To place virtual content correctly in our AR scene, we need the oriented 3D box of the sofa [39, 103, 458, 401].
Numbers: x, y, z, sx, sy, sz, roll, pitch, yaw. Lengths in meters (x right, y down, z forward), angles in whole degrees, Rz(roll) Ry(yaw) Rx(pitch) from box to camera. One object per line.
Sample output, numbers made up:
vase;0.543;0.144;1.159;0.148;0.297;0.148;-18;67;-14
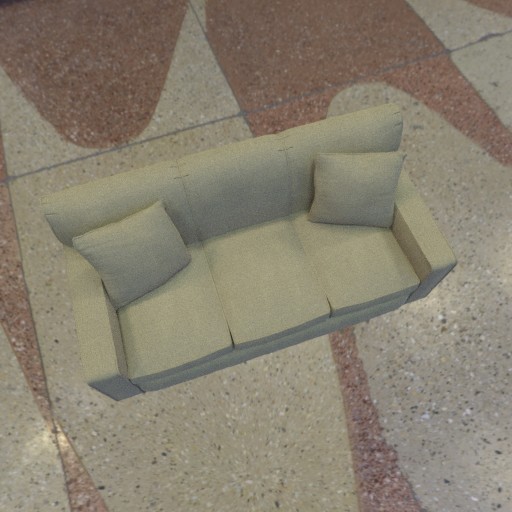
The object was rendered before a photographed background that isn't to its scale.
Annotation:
sofa;0.000;0.000;2.567;2.024;0.958;0.997;-17;65;-8
